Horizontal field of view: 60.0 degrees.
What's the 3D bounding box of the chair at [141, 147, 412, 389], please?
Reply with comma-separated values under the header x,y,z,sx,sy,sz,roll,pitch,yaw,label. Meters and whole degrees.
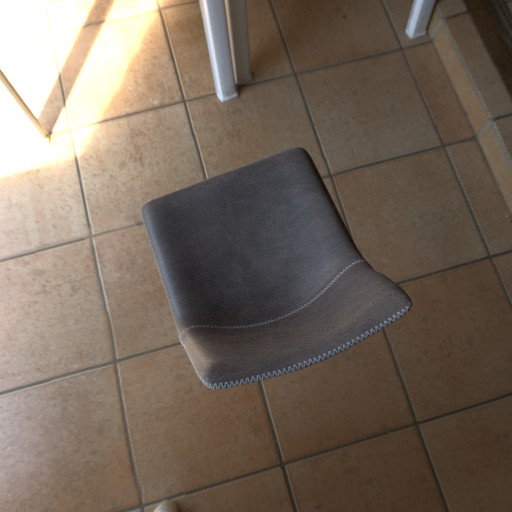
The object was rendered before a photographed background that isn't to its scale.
x,y,z,sx,sy,sz,roll,pitch,yaw,label
0.000,0.000,1.088,0.460,0.780,0.550,-21,77,-5,chair
